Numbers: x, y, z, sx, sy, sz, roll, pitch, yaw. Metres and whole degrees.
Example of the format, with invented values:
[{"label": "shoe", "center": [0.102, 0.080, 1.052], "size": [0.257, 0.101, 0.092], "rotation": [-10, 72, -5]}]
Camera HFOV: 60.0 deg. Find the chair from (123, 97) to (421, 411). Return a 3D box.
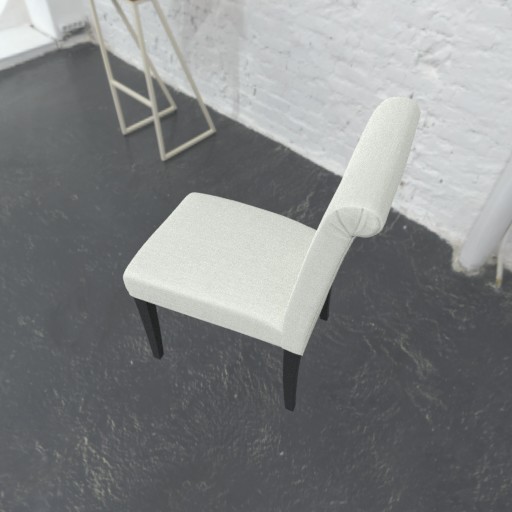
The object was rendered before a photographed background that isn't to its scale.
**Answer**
[{"label": "chair", "center": [0.000, 0.000, 1.384], "size": [0.708, 0.976, 0.452], "rotation": [17, 50, 15]}]
